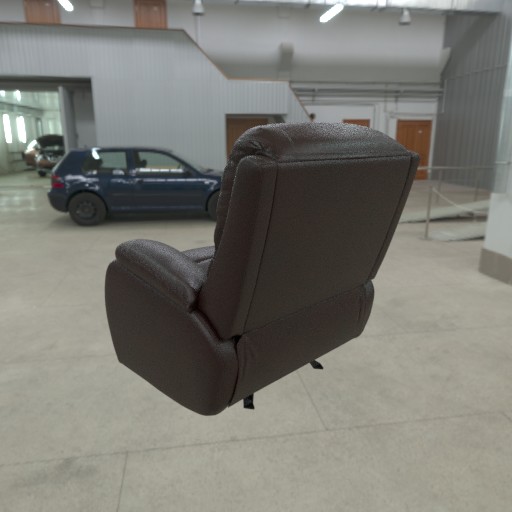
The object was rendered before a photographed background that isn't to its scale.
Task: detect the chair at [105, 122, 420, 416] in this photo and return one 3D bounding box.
[{"bbox_3d":[0.000,0.000,1.774,0.930,1.011,0.899,-14,20,-43],"label":"chair"}]
